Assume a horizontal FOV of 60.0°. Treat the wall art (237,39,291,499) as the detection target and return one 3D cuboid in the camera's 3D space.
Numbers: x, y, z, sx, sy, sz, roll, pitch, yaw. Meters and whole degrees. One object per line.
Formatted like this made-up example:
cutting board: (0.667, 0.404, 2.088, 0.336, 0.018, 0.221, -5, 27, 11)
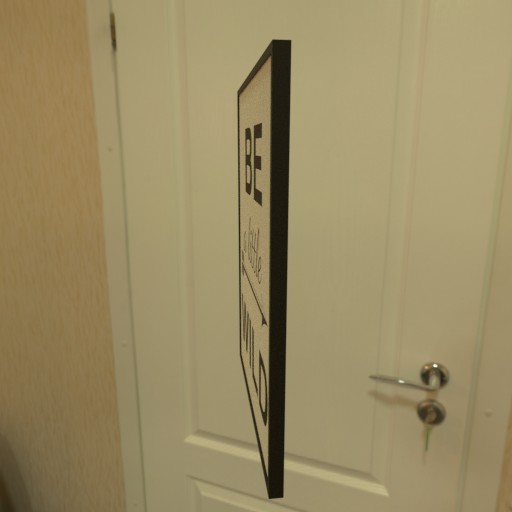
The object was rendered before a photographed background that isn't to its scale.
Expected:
wall art: (0.000, 0.000, 1.379, 0.038, 1.062, 0.806, -2, 14, -7)
